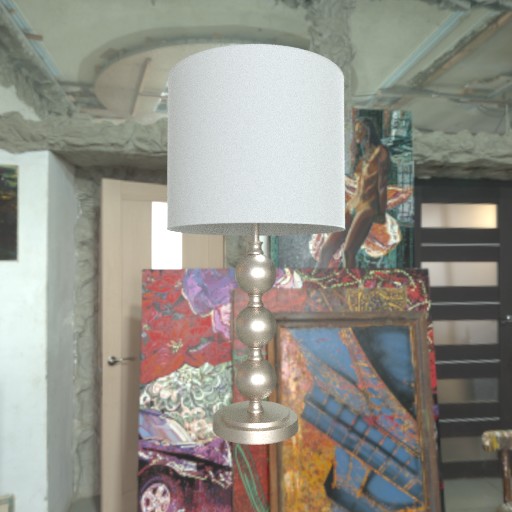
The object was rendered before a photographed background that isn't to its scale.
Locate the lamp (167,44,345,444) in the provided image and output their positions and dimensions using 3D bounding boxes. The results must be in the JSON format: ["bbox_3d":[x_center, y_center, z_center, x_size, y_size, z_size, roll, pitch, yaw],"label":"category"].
[{"bbox_3d":[0.000,0.000,0.699,0.277,0.538,0.277,1,-1,-36],"label":"lamp"}]
